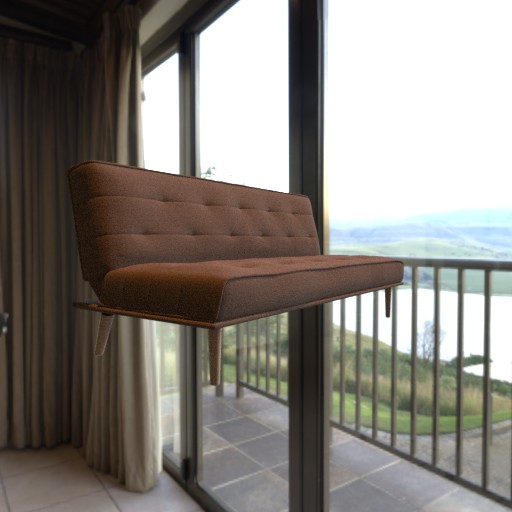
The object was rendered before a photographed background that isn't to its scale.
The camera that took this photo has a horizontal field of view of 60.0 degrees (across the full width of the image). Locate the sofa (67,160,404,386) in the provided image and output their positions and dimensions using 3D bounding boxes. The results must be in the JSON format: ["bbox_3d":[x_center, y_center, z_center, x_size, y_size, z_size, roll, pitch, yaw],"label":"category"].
[{"bbox_3d":[0.000,0.000,2.381,1.038,0.810,1.820,1,2,36],"label":"sofa"}]
